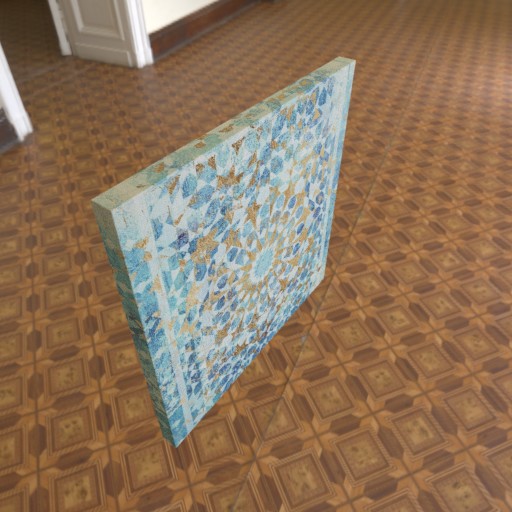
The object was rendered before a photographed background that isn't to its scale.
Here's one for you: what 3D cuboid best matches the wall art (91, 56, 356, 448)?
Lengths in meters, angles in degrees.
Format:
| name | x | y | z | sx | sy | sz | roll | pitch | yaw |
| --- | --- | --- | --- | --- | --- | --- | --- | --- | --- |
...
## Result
| name | x | y | z | sx | sy | sz | roll | pitch | yaw |
| --- | --- | --- | --- | --- | --- | --- | --- | --- | --- |
| wall art | 0.000 | 0.000 | 0.899 | 0.040 | 0.609 | 0.609 | 27 | 49 | 26 |
